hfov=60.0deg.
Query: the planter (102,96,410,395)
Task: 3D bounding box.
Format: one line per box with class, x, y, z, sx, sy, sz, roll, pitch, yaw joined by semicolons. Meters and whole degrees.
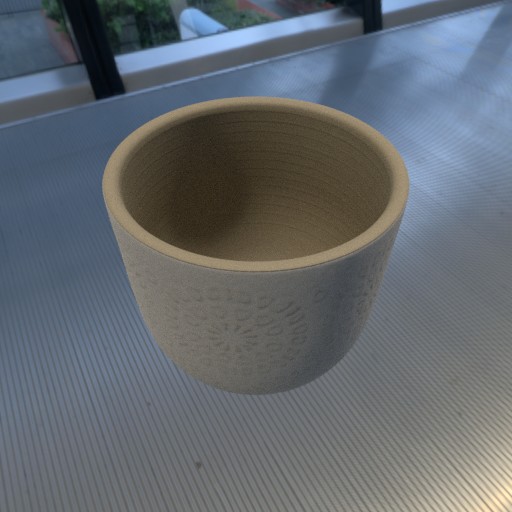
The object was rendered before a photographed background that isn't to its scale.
planter;0.000;0.000;0.222;0.124;0.109;0.124;0;45;0
